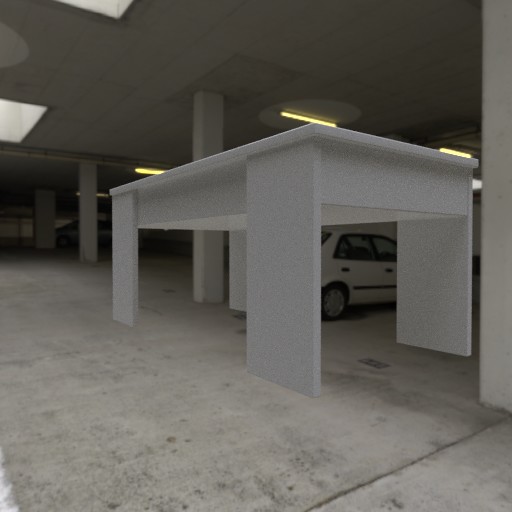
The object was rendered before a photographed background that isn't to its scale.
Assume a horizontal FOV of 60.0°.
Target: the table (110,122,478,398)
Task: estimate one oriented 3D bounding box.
[{"bbox_3d":[0.000,0.000,1.249,0.500,0.440,1.000,-1,1,-36],"label":"table"}]
